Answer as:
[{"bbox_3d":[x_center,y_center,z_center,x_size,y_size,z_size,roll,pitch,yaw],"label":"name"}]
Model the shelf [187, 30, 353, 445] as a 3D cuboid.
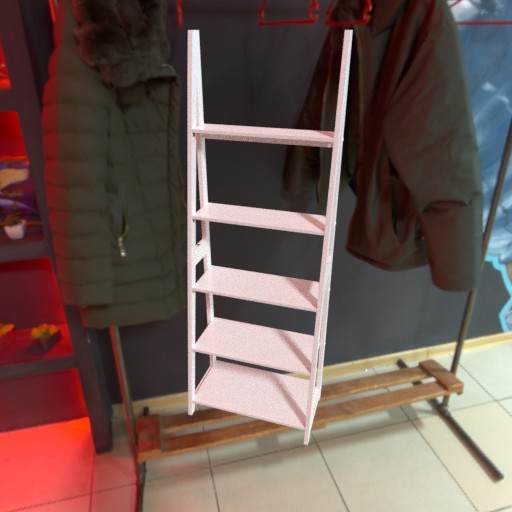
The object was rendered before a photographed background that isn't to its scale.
[{"bbox_3d":[0.000,0.000,1.959,0.636,1.779,0.341,8,28,16],"label":"shelf"}]
